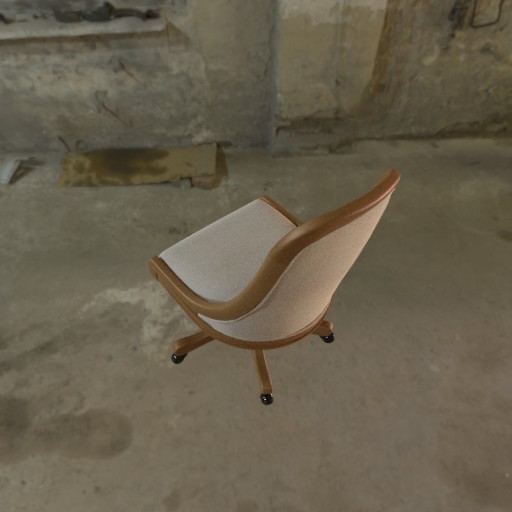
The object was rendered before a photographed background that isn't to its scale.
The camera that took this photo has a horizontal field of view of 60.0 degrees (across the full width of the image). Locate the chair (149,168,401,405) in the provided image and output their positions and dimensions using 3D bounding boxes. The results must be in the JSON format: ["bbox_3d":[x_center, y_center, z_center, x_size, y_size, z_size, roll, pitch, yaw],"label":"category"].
[{"bbox_3d":[0.000,0.000,1.572,0.702,1.009,0.811,-32,54,-27],"label":"chair"}]
